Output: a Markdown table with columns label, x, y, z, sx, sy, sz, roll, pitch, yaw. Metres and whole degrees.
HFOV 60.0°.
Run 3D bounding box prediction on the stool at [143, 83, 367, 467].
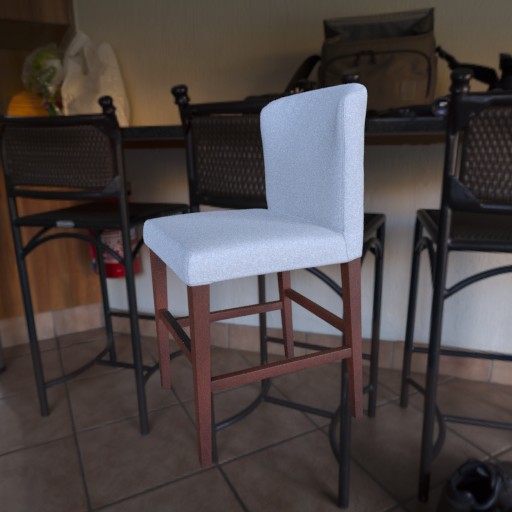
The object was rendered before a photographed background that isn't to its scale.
| label | x | y | z | sx | sy | sz | roll | pitch | yaw |
| --- | --- | --- | --- | --- | --- | --- | --- | --- | --- |
| stool | 0.000 | 0.000 | 1.312 | 0.568 | 0.968 | 0.479 | -7 | 16 | -25 |
